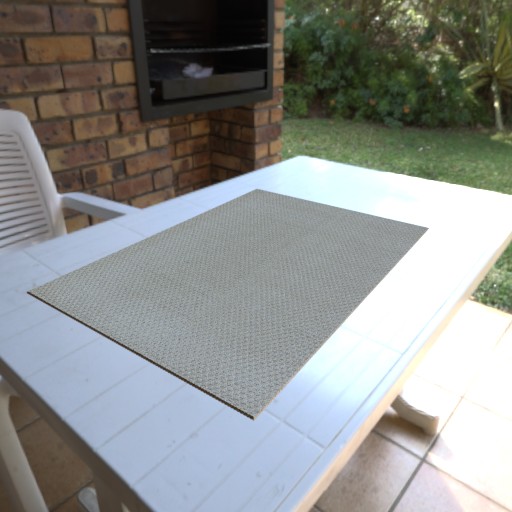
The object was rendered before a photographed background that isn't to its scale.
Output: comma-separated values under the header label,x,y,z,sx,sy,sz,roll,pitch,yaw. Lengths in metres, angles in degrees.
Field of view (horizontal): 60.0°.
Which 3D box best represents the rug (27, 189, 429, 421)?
label,x,y,z,sx,sy,sz,roll,pitch,yaw
rug,0.000,0.000,2.780,1.509,0.013,2.144,18,32,31
